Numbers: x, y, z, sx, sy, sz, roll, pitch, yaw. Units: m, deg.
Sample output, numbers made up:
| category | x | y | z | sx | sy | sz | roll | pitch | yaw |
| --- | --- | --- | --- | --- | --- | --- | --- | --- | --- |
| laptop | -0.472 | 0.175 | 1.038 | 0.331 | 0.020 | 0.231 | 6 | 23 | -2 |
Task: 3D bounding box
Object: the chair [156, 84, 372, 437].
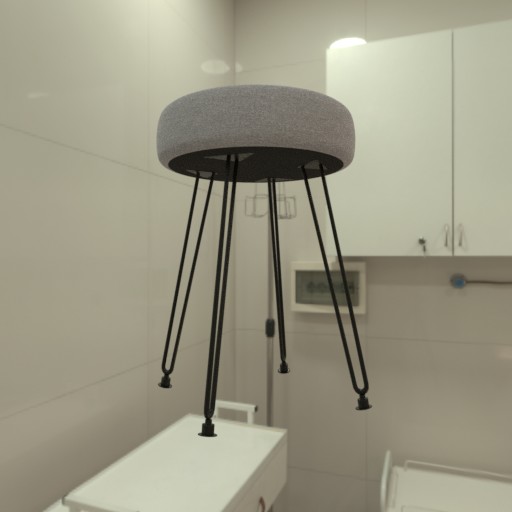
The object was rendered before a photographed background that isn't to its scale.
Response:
| category | x | y | z | sx | sy | sz | roll | pitch | yaw |
| --- | --- | --- | --- | --- | --- | --- | --- | --- | --- |
| chair | 0.000 | 0.000 | 0.689 | 0.350 | 0.440 | 0.350 | 0 | 0 | 20 |
